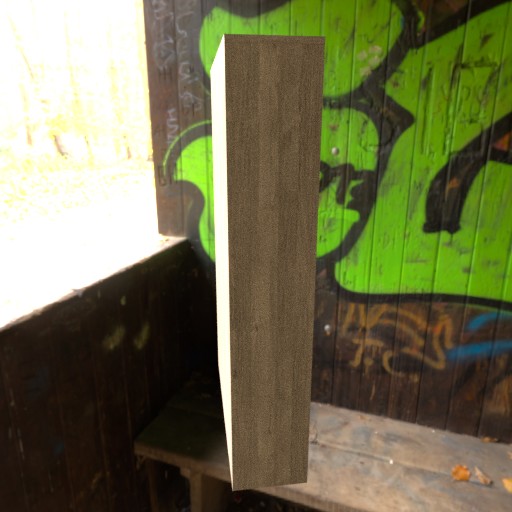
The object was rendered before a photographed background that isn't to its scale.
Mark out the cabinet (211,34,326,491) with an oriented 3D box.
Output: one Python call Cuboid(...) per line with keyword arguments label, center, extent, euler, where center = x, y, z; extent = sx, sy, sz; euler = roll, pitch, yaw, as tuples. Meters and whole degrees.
Cuboid(label="cabinet", center=(0.000, 0.000, 1.554), extent=(0.250, 1.280, 0.750), euler=(-2, 17, -8))
